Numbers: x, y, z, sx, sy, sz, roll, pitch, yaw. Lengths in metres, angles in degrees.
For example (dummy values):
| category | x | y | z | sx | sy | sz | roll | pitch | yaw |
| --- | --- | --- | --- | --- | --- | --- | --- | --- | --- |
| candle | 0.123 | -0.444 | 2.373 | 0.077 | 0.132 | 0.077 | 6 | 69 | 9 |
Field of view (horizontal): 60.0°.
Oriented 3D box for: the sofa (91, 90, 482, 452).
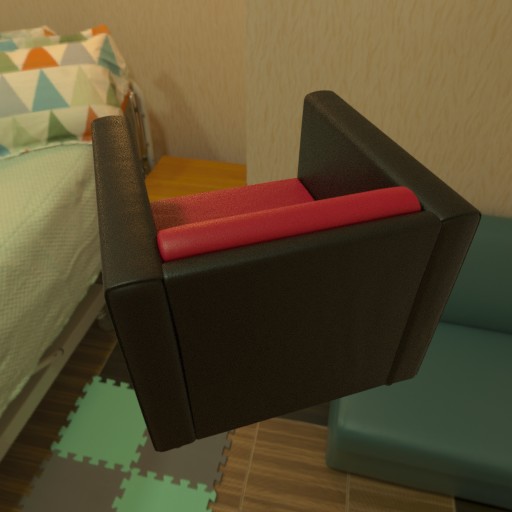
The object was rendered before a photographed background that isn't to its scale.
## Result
| category | x | y | z | sx | sy | sz | roll | pitch | yaw |
| --- | --- | --- | --- | --- | --- | --- | --- | --- | --- |
| sofa | 0.000 | 0.000 | 1.407 | 0.839 | 0.724 | 0.809 | -12 | 42 | -13 |
